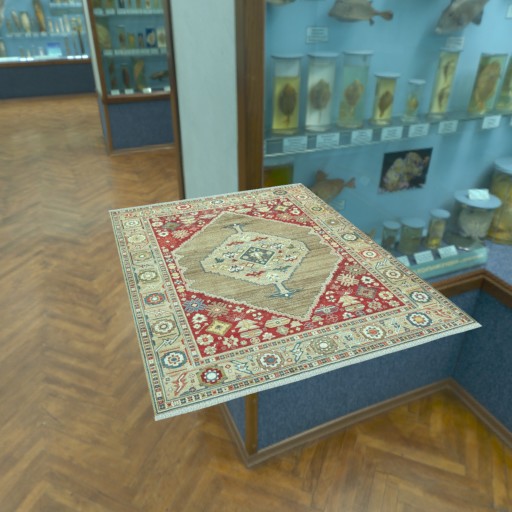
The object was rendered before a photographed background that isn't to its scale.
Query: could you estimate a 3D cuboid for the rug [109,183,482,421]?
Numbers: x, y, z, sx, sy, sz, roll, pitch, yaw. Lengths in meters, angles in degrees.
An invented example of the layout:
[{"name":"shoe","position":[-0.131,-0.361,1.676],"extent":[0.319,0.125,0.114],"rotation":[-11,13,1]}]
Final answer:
[{"name":"rug","position":[0.000,0.000,4.223],"extent":[2.451,0.008,3.143],"rotation":[-11,32,-18]}]
